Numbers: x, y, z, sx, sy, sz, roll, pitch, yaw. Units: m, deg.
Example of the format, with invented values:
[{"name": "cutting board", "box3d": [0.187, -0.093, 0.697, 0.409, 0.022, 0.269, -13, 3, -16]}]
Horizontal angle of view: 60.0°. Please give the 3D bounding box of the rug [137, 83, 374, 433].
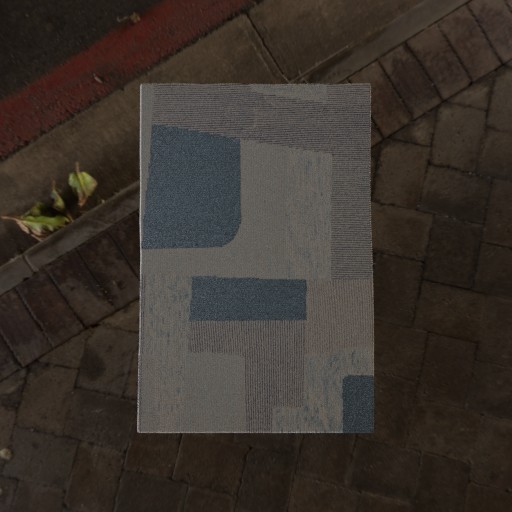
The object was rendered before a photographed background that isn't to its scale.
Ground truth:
[{"name": "rug", "box3d": [0.000, 0.000, 2.345, 1.238, 0.020, 1.847, 0, 88, 0]}]
